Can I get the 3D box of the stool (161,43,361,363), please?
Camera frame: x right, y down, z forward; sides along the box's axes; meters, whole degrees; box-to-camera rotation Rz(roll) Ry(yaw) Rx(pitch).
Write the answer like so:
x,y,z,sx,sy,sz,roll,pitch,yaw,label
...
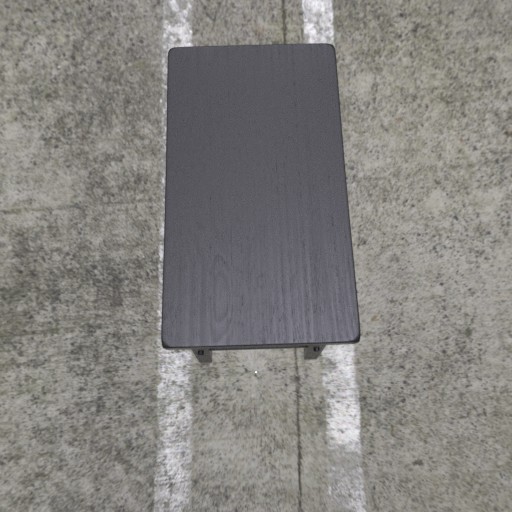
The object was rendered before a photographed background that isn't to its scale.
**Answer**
x,y,z,sx,sy,sz,roll,pitch,yaw,label
0.000,0.000,0.915,0.322,0.742,0.406,-2,75,0,stool
